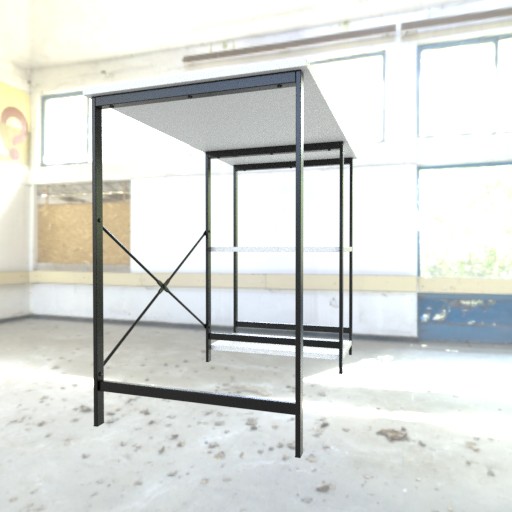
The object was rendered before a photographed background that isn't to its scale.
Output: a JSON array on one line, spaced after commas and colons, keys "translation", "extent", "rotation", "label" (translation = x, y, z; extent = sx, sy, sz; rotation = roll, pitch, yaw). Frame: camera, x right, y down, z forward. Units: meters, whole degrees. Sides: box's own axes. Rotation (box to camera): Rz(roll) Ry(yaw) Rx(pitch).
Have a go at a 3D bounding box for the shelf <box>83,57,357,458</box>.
[{"translation": [0.000, 0.000, 1.326], "extent": [0.498, 0.750, 0.902], "rotation": [0, 1, 19], "label": "shelf"}]
